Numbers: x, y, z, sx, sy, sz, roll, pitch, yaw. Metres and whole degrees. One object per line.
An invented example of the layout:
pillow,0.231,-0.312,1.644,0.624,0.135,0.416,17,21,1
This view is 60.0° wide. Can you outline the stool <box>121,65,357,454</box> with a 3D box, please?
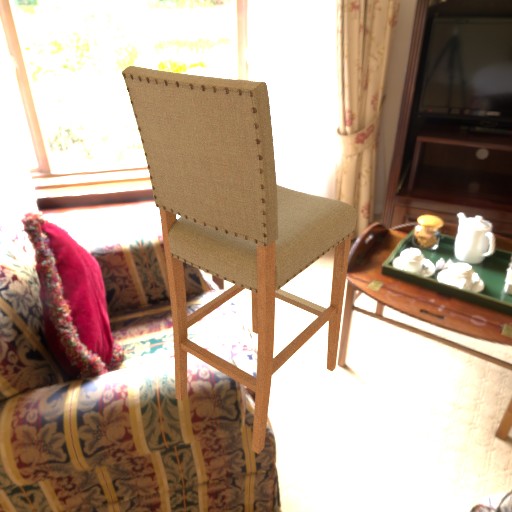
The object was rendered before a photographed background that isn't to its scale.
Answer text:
stool,0.000,0.000,1.493,0.445,1.203,0.585,21,36,32
